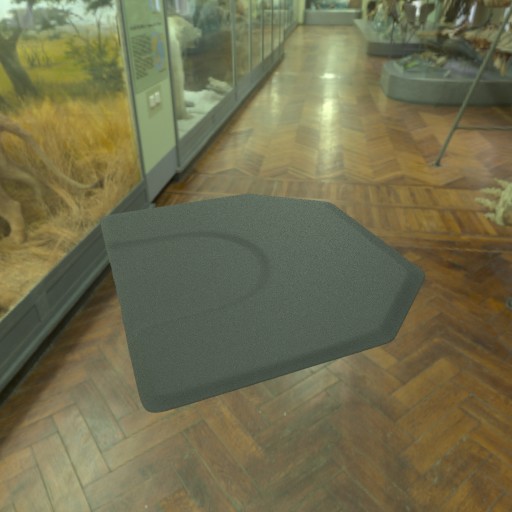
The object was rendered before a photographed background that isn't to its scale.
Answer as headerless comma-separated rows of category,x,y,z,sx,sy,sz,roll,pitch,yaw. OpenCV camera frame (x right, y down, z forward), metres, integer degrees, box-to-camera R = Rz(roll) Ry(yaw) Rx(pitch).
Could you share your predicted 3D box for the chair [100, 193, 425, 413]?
chair,0.000,0.000,1.962,1.219,0.024,1.372,-12,33,-19
